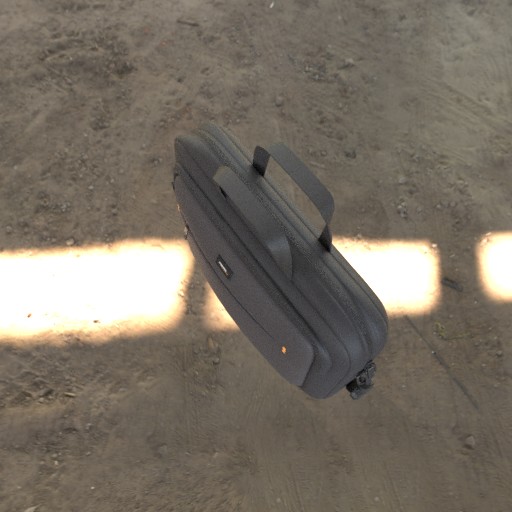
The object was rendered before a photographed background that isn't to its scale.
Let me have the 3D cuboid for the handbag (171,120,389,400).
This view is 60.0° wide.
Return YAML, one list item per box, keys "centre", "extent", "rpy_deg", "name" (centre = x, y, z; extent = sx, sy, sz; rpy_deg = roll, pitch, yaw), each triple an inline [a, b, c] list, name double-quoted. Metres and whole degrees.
- centre: [0.000, 0.000, 0.579]
  extent: [0.126, 0.330, 0.429]
  rpy_deg: [-33, 69, -15]
  name: "handbag"
